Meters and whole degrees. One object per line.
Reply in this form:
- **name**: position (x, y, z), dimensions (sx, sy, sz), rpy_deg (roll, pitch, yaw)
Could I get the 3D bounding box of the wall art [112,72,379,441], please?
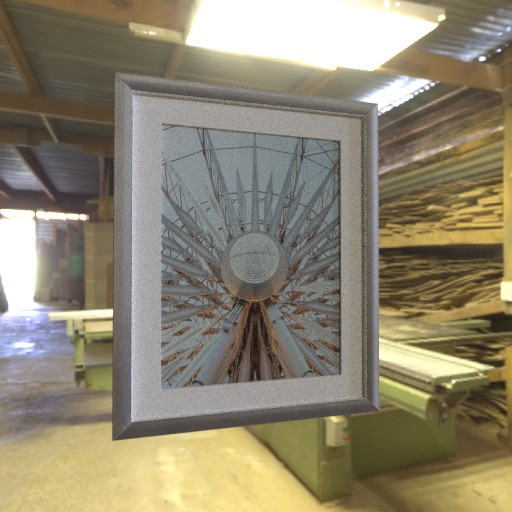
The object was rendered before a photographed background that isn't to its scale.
- **wall art**: position (0.000, 0.000, 0.748), dimensions (0.458, 0.558, 0.029), rpy_deg (0, -1, -17)
